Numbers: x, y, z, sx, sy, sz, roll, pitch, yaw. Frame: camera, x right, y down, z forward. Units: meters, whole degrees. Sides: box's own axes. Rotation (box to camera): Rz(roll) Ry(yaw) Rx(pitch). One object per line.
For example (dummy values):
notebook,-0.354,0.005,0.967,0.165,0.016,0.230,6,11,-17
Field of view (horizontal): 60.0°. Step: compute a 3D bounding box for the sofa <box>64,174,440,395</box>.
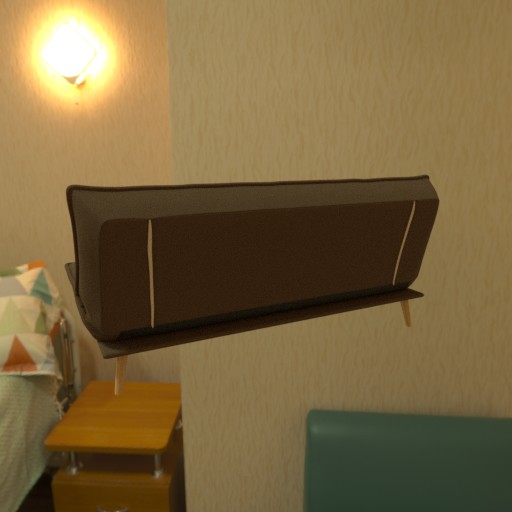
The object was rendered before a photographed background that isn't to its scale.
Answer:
sofa,0.000,0.000,2.486,1.940,0.890,0.950,-7,15,-26
